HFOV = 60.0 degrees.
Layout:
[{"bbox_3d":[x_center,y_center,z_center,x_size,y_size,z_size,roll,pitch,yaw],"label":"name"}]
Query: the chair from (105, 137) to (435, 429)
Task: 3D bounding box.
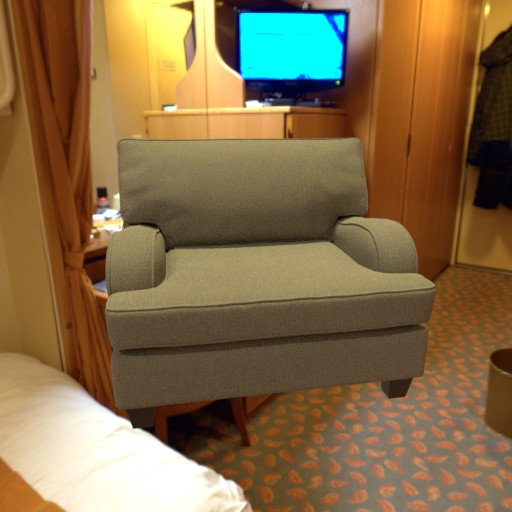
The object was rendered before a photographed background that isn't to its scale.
[{"bbox_3d":[0.000,0.000,2.000,1.220,1.016,1.041,-3,17,-10],"label":"chair"}]
